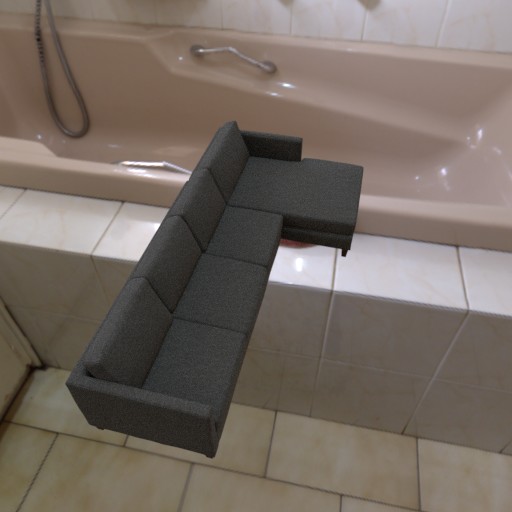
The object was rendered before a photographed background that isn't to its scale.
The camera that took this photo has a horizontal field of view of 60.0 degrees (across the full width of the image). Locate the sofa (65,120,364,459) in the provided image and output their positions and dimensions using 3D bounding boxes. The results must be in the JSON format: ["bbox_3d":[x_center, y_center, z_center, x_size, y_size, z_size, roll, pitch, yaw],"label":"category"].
[{"bbox_3d":[0.000,0.000,3.810,1.625,0.846,3.186,10,46,10],"label":"sofa"}]
